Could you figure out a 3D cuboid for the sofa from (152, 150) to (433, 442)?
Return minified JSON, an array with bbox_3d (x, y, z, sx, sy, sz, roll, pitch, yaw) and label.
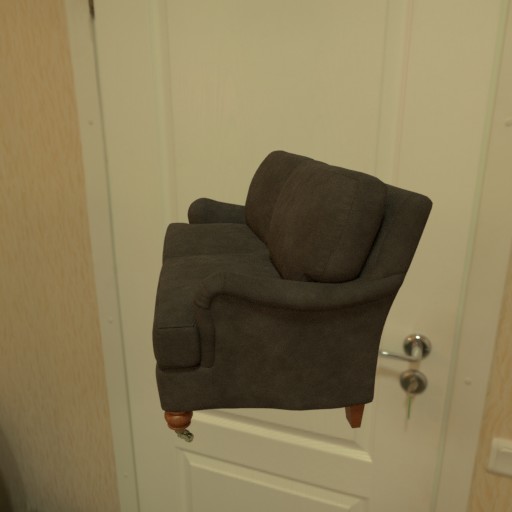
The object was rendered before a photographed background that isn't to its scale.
[{"bbox_3d":[0.000,0.000,2.548,1.084,1.101,1.853,-3,17,-9],"label":"sofa"}]
